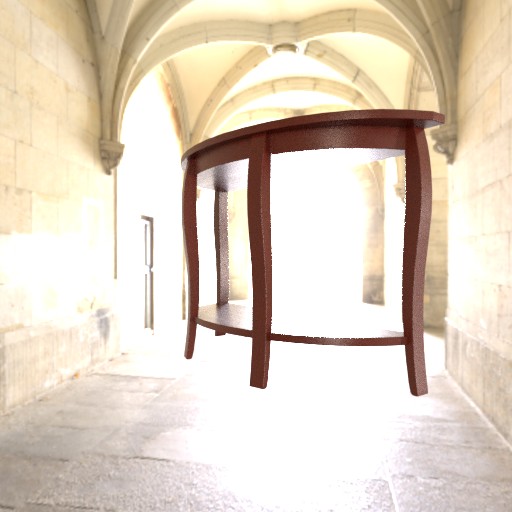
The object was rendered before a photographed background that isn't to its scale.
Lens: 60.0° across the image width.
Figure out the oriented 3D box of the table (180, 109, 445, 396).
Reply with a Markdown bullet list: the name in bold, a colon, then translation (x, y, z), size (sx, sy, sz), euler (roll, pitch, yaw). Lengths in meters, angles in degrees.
- **table**: translation (0.000, 0.000, 1.596), size (0.405, 0.779, 1.219), euler (0, 0, -36)
